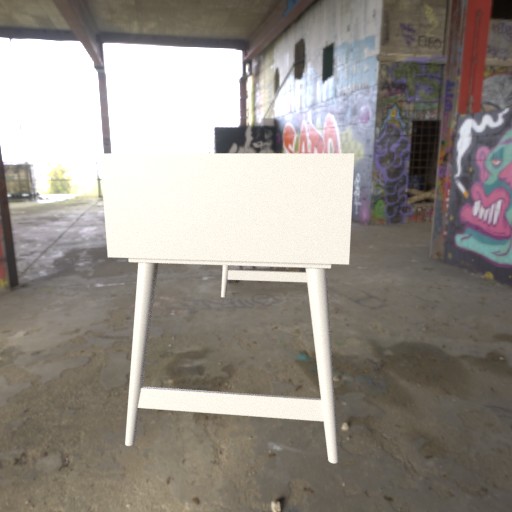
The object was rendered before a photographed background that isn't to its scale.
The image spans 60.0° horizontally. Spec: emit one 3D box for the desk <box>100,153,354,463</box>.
[{"bbox_3d":[0.000,0.000,1.698,0.589,0.762,1.313,2,13,7],"label":"desk"}]
